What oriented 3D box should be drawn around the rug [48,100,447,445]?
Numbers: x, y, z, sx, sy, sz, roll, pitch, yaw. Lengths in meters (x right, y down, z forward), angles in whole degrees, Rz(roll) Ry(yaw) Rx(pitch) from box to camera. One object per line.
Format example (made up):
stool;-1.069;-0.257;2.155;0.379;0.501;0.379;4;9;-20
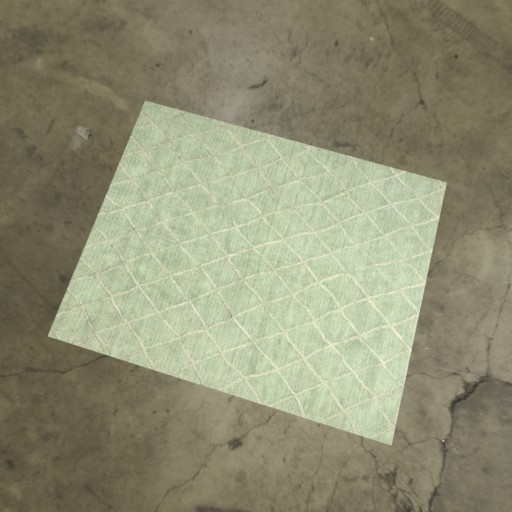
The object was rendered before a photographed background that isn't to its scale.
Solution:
rug;0.000;0.000;4.015;3.039;0.019;2.420;16;76;4
